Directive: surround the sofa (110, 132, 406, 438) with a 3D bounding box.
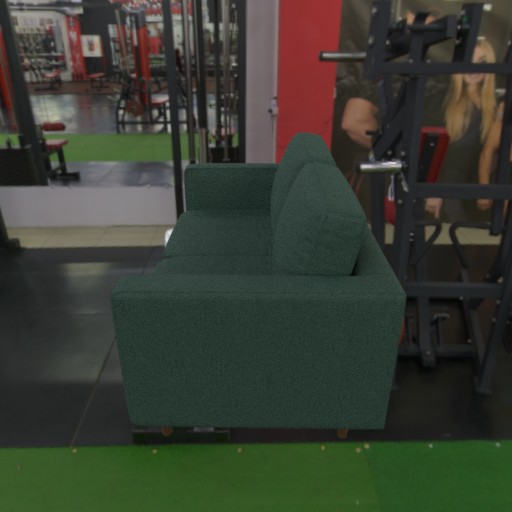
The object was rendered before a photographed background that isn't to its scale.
[{"bbox_3d":[0.000,0.000,1.992,0.879,0.899,1.430,0,26,1],"label":"sofa"}]
